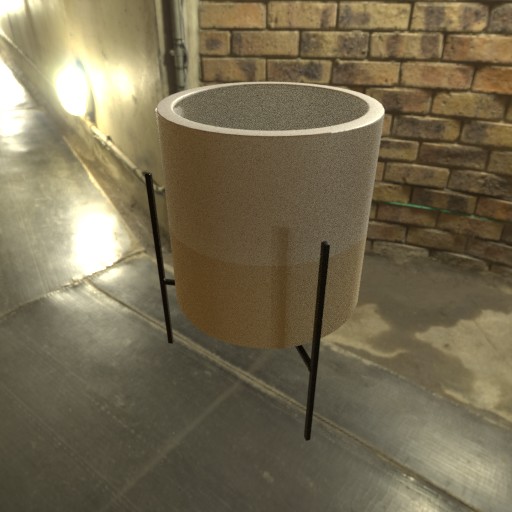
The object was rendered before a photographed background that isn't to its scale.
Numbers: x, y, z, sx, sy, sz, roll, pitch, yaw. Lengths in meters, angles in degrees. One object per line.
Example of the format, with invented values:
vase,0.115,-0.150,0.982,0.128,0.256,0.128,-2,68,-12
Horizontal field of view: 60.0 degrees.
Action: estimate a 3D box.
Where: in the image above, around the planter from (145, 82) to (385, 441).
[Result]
planter,0.000,0.000,0.548,0.267,0.362,0.263,-1,32,-1
